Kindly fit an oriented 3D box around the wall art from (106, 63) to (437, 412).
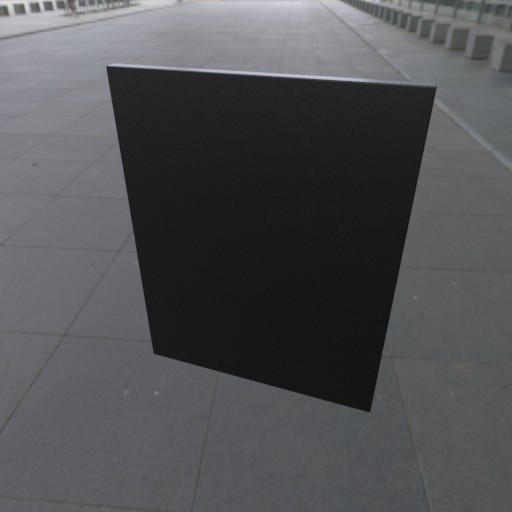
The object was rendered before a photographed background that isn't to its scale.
[{"bbox_3d":[0.000,0.000,1.546,0.950,1.194,0.053,11,33,16],"label":"wall art"}]
